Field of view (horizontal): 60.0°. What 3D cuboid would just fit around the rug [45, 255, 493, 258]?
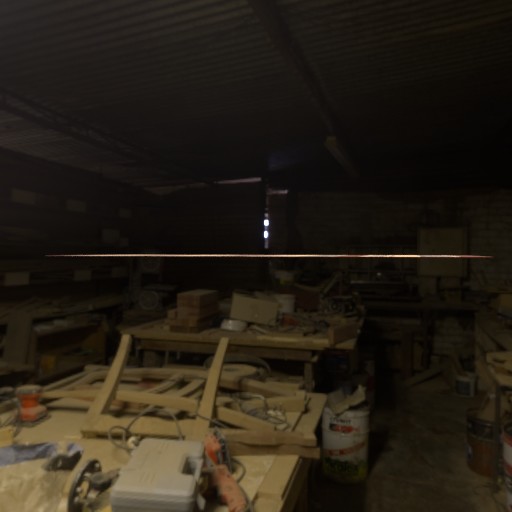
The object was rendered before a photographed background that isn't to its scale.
[{"bbox_3d":[0.000,0.000,2.689,2.437,0.006,0.792,0,1,18],"label":"rug"}]
